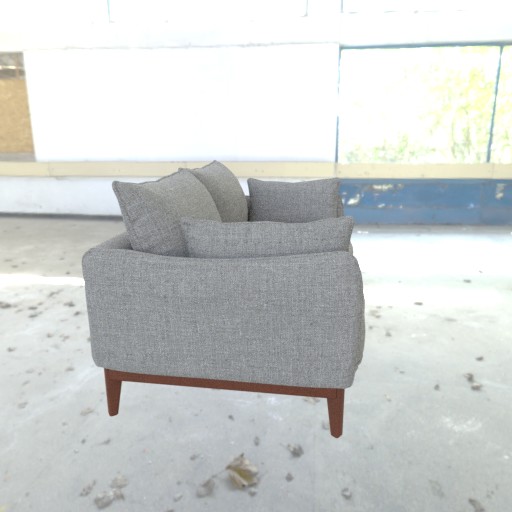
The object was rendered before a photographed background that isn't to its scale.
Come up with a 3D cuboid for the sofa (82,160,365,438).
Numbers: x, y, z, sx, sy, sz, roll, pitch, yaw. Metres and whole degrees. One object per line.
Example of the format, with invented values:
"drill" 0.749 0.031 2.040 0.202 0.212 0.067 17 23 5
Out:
"sofa" 0.000 0.000 2.160 0.972 0.851 1.580 2 16 8
